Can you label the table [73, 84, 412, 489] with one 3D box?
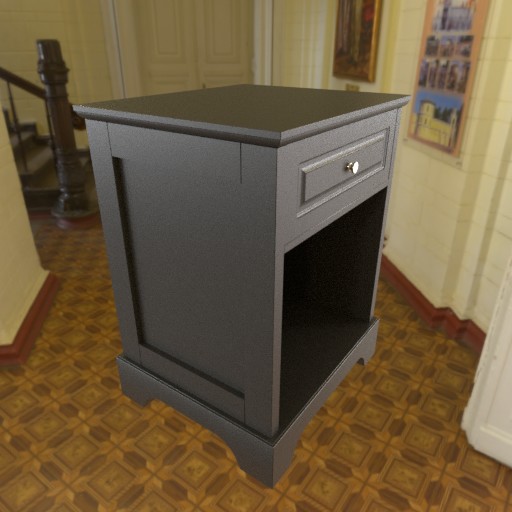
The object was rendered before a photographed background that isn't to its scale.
[{"bbox_3d":[0.000,0.000,0.910,0.399,0.610,0.460,17,31,32],"label":"table"}]
